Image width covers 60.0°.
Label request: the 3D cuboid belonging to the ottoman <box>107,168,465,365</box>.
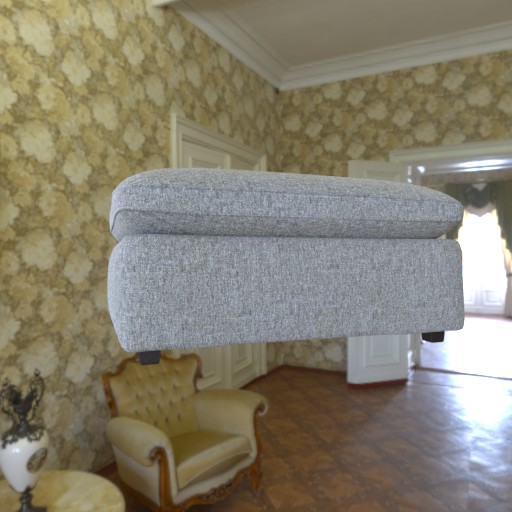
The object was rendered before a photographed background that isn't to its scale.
[{"bbox_3d":[0.000,0.000,1.630,1.035,0.526,1.039,0,0,-19],"label":"ottoman"}]
